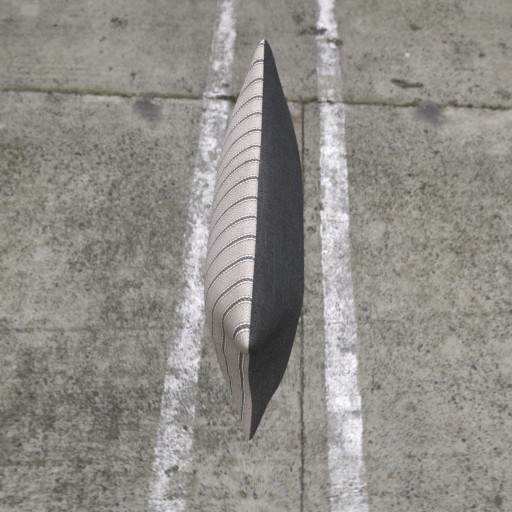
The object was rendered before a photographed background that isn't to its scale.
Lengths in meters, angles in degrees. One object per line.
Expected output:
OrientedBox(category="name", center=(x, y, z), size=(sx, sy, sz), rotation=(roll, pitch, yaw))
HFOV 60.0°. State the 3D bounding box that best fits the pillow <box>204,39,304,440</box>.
OrientedBox(category="pillow", center=(0.000, 0.000, 0.692), size=(0.138, 0.444, 0.468), rotation=(2, 58, 1))
